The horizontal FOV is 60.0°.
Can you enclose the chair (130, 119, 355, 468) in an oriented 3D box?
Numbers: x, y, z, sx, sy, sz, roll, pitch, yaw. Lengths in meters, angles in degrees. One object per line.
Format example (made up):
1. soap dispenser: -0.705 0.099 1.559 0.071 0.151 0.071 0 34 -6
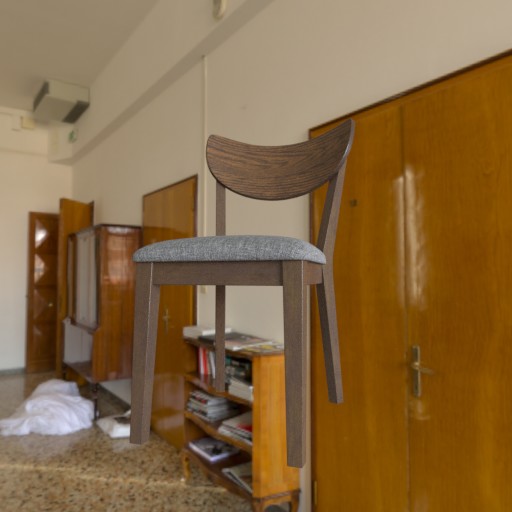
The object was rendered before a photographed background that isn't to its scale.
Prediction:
1. chair: 0.000 0.000 1.210 0.491 0.849 0.583 -1 -3 19
